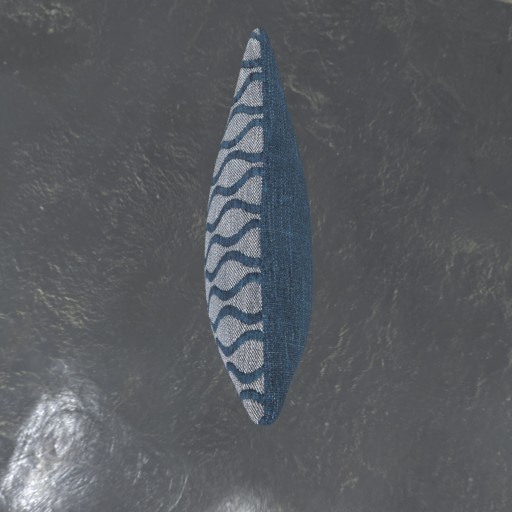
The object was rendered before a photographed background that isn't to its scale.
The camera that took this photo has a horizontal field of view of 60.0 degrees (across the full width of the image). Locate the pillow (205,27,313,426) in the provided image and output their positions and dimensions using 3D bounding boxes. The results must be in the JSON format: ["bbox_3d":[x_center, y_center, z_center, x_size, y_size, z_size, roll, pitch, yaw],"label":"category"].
[{"bbox_3d":[0.000,0.000,0.659,0.159,0.435,0.435,-2,76,0],"label":"pillow"}]
